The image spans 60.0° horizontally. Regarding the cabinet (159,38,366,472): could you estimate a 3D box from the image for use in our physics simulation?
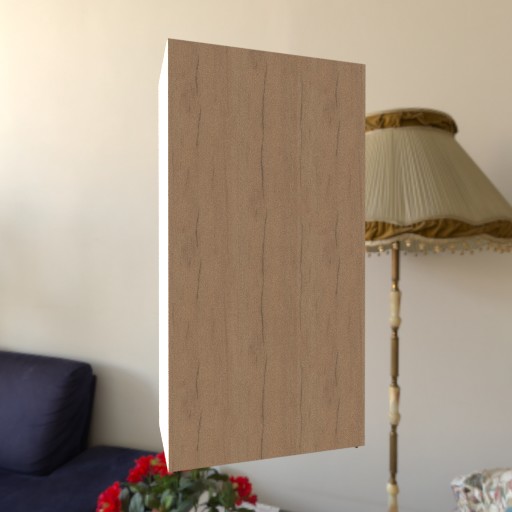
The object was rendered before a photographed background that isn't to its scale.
[{"bbox_3d":[0.000,0.000,2.377,0.980,1.930,0.580,0,1,-16],"label":"cabinet"}]
